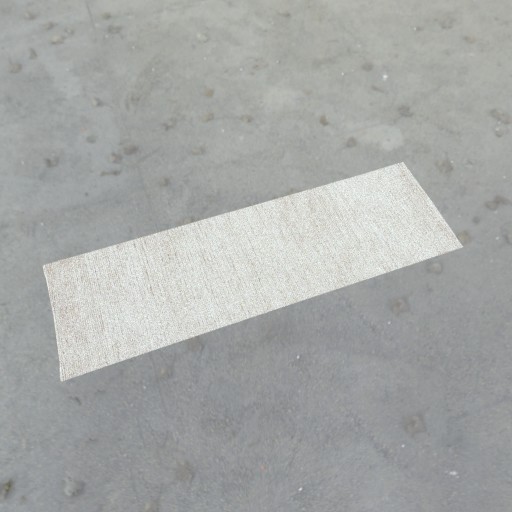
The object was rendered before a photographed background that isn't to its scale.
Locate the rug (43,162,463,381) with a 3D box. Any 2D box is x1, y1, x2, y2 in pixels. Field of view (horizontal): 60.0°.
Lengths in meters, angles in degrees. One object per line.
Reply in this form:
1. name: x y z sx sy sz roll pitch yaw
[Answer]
1. rug: 0.000 0.000 2.576 2.346 0.013 0.712 -17 61 -10
